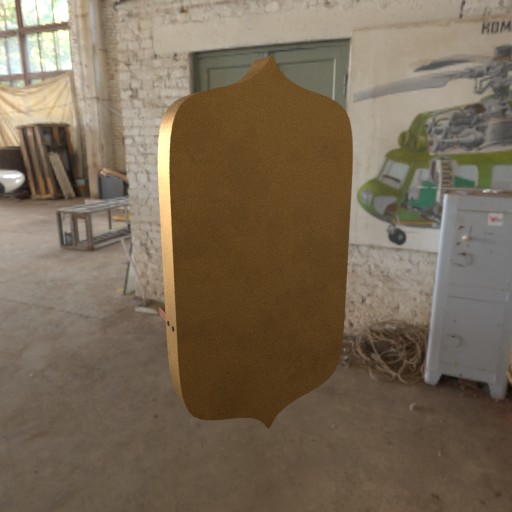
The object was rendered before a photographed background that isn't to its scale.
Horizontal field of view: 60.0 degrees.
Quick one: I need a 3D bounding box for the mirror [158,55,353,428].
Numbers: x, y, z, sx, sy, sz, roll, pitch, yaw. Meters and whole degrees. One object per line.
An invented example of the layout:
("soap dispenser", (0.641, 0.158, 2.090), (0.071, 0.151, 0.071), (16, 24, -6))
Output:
("mirror", (0.000, 0.000, 0.750), (0.323, 0.613, 0.096), (-8, 17, -28))
